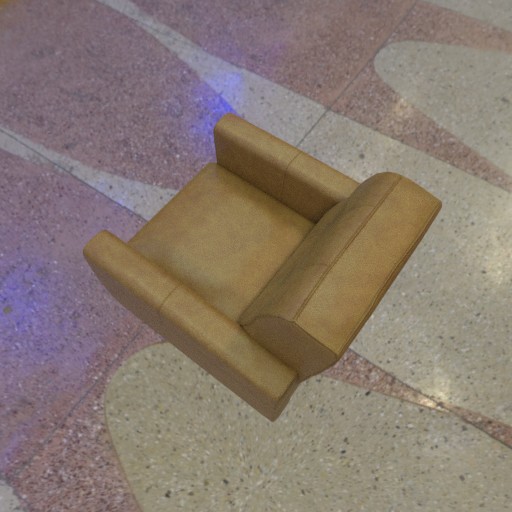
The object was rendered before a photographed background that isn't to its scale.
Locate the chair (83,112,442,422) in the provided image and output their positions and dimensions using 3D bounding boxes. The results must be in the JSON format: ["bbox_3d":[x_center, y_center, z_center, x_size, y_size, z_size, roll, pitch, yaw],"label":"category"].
[{"bbox_3d":[0.000,0.000,1.682,0.942,0.968,0.845,34,67,16],"label":"chair"}]
